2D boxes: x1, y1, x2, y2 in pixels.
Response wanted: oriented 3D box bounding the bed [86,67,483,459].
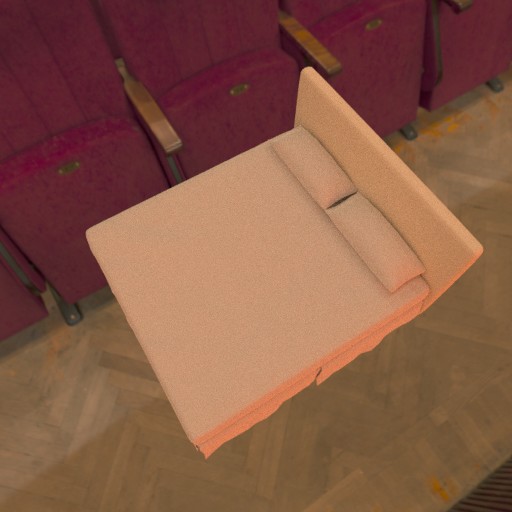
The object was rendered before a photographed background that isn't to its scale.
[{"bbox_3d":[0.000,0.000,3.615,2.341,1.317,2.119,-29,67,-13],"label":"bed"}]
